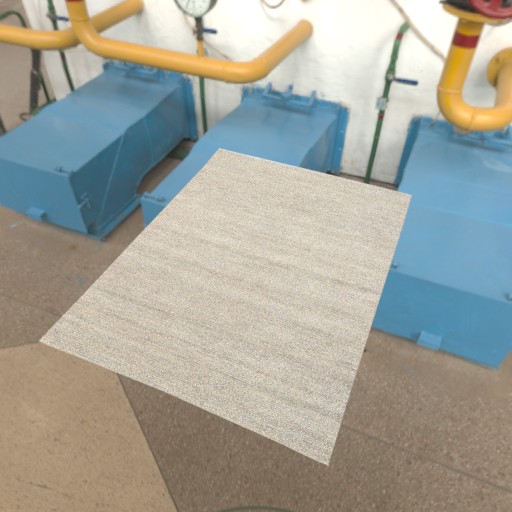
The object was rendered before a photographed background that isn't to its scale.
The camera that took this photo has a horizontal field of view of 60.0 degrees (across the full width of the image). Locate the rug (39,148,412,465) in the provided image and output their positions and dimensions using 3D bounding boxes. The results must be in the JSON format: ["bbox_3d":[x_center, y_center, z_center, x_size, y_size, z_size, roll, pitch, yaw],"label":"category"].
[{"bbox_3d":[0.000,0.000,4.838,2.757,0.051,3.626,17,47,17],"label":"rug"}]
